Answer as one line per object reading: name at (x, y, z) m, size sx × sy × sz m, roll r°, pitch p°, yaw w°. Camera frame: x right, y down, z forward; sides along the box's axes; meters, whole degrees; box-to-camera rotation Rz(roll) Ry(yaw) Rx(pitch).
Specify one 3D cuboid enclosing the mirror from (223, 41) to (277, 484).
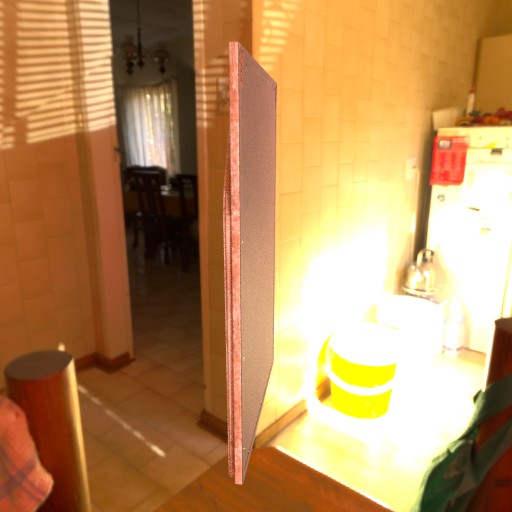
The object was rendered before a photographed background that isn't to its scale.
mirror at (0.000, 0.000, 0.996) m, size 0.058 × 0.787 × 0.495 m, roll 2°, pitch 15°, yaw 9°
